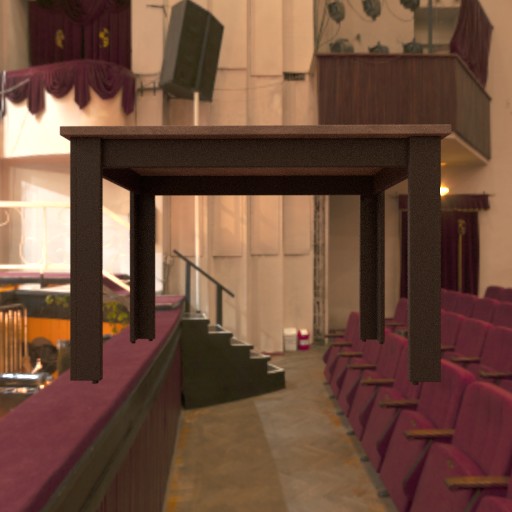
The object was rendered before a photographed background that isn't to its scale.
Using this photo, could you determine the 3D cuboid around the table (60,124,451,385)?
[{"bbox_3d":[0.000,0.000,1.593,1.100,0.734,0.700,0,0,1],"label":"table"}]
